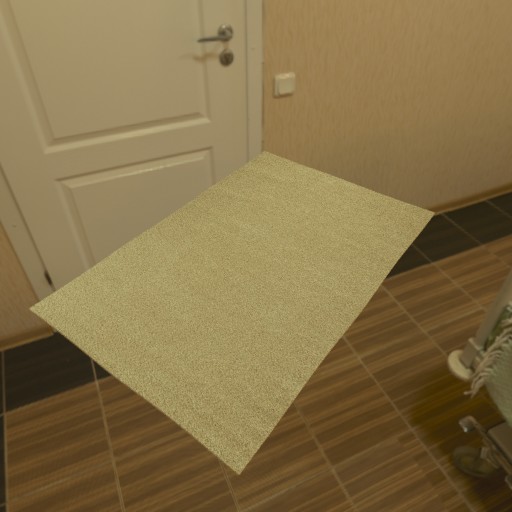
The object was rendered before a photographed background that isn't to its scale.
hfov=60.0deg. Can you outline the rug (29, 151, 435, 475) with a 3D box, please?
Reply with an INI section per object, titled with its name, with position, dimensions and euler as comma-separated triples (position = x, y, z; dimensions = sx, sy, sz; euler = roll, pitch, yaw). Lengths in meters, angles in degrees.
[rug]
position = 0.000, 0.000, 3.389
dimensions = 1.800, 0.025, 2.699
euler = 26, 48, 26
